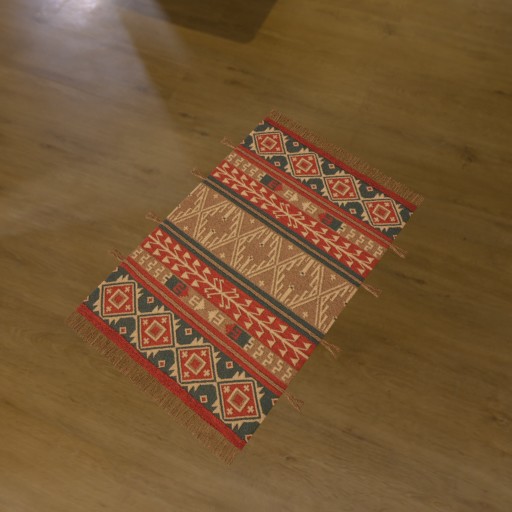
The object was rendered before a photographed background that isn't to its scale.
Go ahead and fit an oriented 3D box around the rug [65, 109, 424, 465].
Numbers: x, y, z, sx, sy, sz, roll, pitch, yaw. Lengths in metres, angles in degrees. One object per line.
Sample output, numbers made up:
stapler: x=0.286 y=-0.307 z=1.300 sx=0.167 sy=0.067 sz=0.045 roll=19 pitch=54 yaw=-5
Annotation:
rug: x=0.000 y=0.000 z=2.704 sx=1.469 sy=0.040 sz=2.025 roll=35 pitch=70 yaw=15
